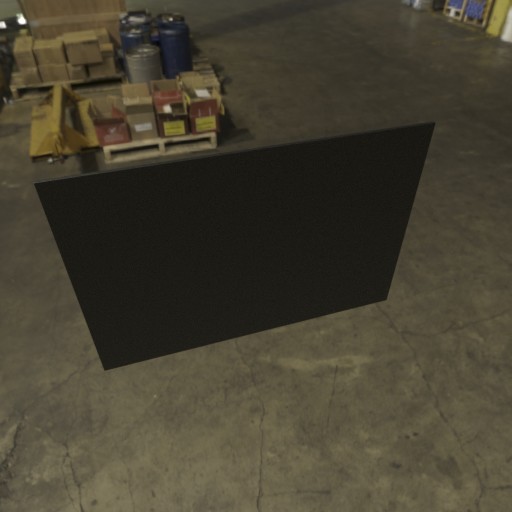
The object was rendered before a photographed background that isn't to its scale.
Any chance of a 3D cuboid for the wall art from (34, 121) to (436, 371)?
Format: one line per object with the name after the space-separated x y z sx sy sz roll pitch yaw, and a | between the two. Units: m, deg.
0.000 0.000 1.533 1.192 0.811 0.013 -12 42 -13 | wall art
